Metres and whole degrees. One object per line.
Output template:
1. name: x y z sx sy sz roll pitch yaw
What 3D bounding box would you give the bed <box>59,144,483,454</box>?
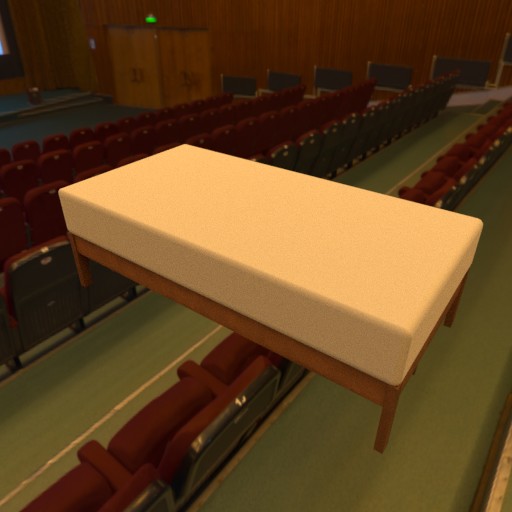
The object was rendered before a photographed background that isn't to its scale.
1. bed: 0.000 0.000 2.339 1.902 0.616 0.961 21 38 30
